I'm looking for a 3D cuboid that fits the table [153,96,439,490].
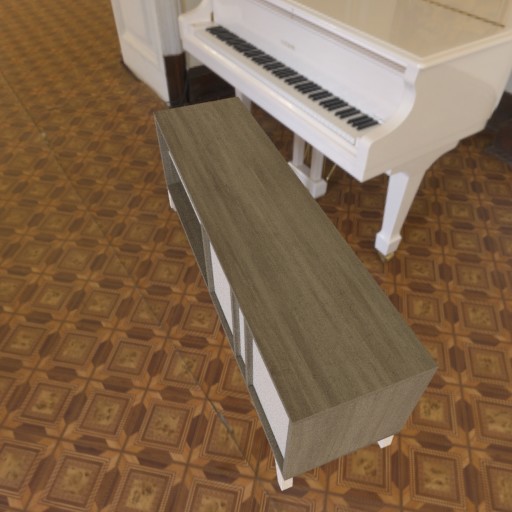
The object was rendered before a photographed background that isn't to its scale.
[{"bbox_3d":[0.000,0.000,1.727,0.400,0.530,1.500,-16,49,-14],"label":"table"}]
